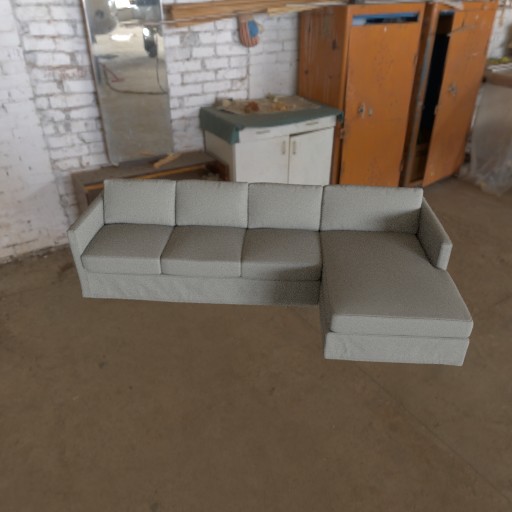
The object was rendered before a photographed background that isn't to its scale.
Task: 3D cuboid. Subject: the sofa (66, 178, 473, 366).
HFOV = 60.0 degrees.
[{"bbox_3d":[0.000,0.000,3.833,3.177,0.867,1.622,2,32,3],"label":"sofa"}]
